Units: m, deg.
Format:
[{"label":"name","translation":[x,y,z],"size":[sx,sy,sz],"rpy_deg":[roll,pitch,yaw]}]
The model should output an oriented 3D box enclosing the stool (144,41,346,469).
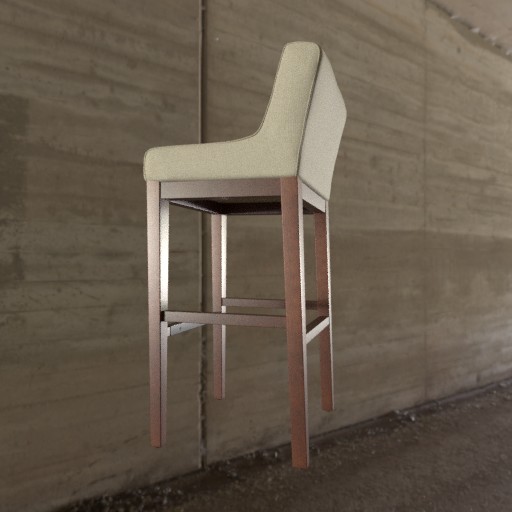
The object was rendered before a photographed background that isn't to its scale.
[{"label":"stool","translation":[0.000,0.000,1.350],"size":[0.500,1.037,0.511],"rpy_deg":[0,-1,18]}]
